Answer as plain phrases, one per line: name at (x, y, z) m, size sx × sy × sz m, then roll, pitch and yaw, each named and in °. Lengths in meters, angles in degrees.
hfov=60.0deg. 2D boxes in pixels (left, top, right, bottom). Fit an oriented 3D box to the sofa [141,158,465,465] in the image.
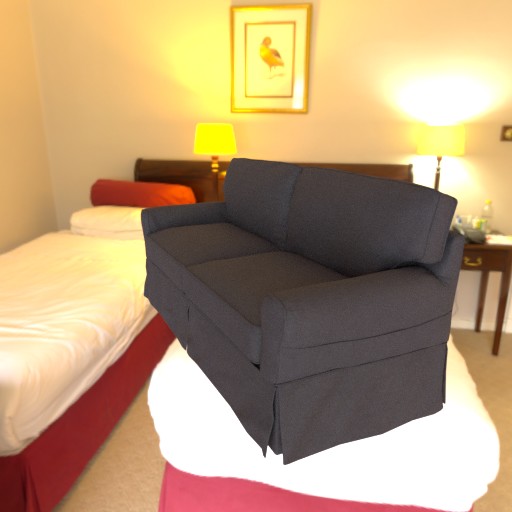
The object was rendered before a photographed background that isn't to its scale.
sofa at (0.000, 0.000, 2.761) m, size 0.983 × 1.094 × 2.256 m, roll -8°, pitch 18°, yaw -26°
